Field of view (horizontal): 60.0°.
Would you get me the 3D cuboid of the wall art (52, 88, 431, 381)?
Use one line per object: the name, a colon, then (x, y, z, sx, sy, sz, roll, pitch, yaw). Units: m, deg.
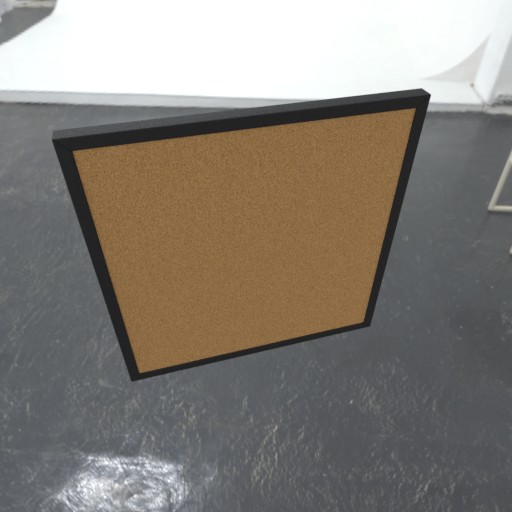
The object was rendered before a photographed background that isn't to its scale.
wall art: (0.000, 0.000, 1.127, 0.763, 0.763, 0.037, -11, 42, -12)
